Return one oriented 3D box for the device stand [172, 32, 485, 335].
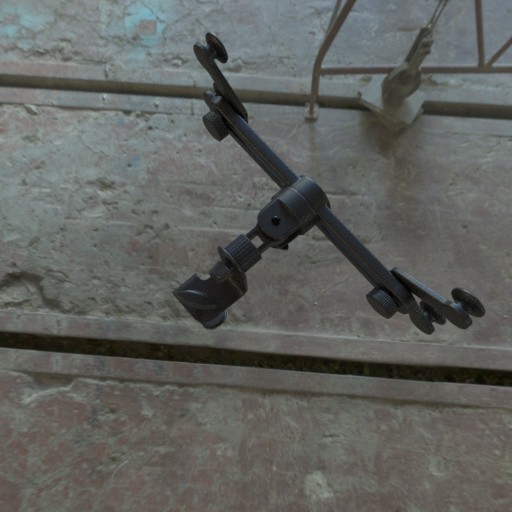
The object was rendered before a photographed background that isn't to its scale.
[{"bbox_3d":[0.000,0.000,0.359,0.142,0.166,0.270,-40,80,-9],"label":"device stand"}]
